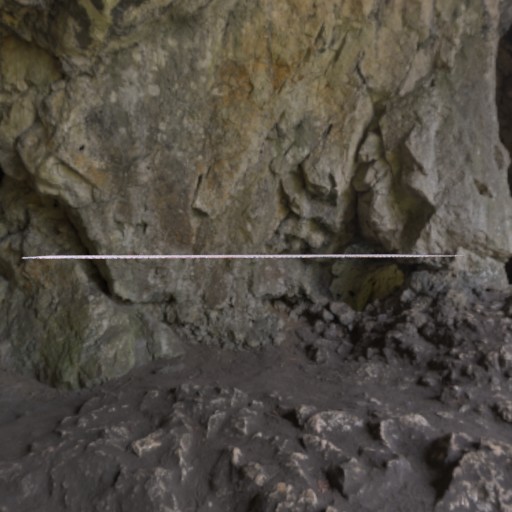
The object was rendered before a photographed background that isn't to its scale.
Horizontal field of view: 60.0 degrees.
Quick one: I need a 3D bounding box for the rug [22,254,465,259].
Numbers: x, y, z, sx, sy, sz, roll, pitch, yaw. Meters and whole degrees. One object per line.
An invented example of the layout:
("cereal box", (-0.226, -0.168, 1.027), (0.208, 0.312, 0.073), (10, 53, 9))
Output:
("rug", (0.000, 0.000, 2.716), (2.443, 0.009, 0.771), (0, 1, -17))
